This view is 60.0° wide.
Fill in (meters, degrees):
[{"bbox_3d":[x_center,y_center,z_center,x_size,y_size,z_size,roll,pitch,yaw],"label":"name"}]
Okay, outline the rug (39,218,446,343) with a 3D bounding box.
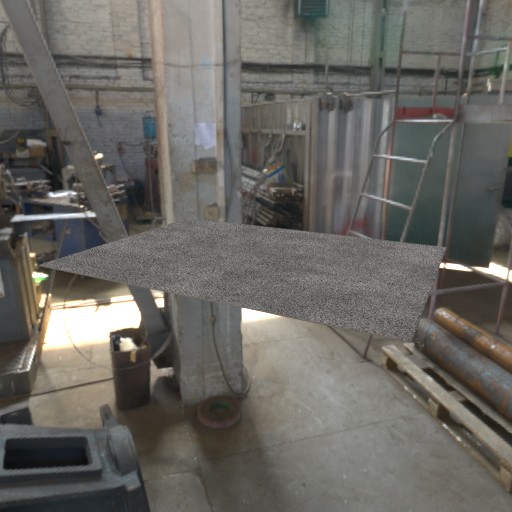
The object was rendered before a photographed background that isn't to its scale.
[{"bbox_3d":[0.000,0.000,2.966,2.235,0.008,1.600,8,19,26],"label":"rug"}]
